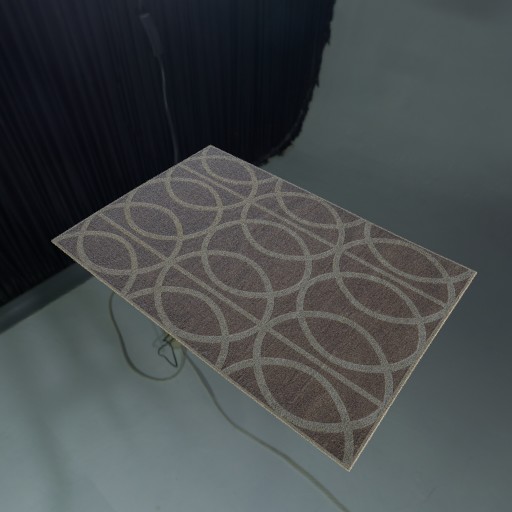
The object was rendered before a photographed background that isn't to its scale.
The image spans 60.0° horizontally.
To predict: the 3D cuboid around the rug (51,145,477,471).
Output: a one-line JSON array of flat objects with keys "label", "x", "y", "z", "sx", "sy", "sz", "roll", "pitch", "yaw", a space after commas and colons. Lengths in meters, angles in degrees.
[{"label": "rug", "x": 0.000, "y": 0.000, "z": 2.839, "sx": 2.290, "sy": 0.014, "sz": 1.526, "roll": 31, "pitch": 53, "yaw": 26}]
